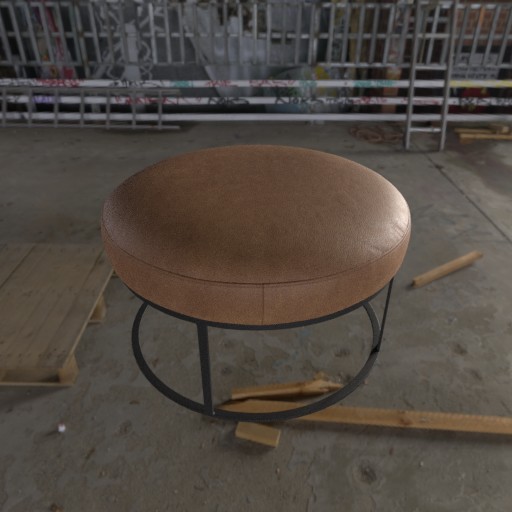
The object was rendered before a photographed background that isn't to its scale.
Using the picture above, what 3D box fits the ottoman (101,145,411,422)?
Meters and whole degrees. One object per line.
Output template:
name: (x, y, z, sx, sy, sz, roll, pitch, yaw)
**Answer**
ottoman: (0.000, 0.000, 1.227, 0.771, 0.460, 0.771, 0, 31, 0)
